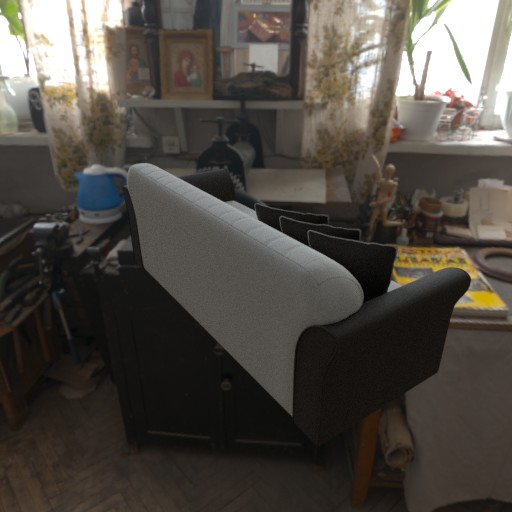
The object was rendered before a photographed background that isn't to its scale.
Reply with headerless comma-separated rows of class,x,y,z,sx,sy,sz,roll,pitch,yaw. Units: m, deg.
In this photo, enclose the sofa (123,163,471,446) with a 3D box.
sofa,0.000,0.000,2.431,0.755,0.787,2.001,-17,31,-31
